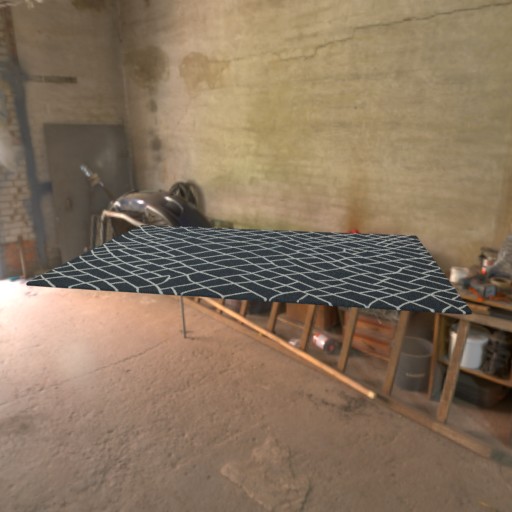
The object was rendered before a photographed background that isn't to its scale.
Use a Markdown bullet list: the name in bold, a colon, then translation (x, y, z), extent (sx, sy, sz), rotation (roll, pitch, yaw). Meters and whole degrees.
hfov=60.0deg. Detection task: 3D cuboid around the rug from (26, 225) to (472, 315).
- **rug**: translation (0.000, 0.000, 2.349), extent (1.830, 0.013, 1.223), rotation (3, 16, 10)
